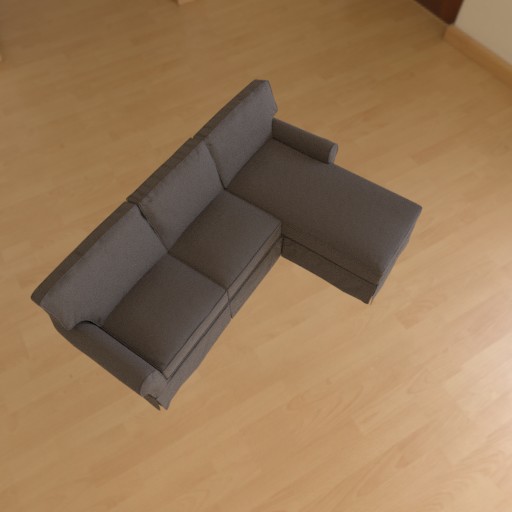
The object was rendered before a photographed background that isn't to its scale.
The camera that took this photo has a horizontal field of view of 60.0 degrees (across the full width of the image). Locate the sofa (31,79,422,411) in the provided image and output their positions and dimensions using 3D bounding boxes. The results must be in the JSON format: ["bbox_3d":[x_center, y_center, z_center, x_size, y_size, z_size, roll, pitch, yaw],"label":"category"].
[{"bbox_3d":[0.000,0.000,3.250,1.733,0.978,2.475,30,64,17],"label":"sofa"}]
